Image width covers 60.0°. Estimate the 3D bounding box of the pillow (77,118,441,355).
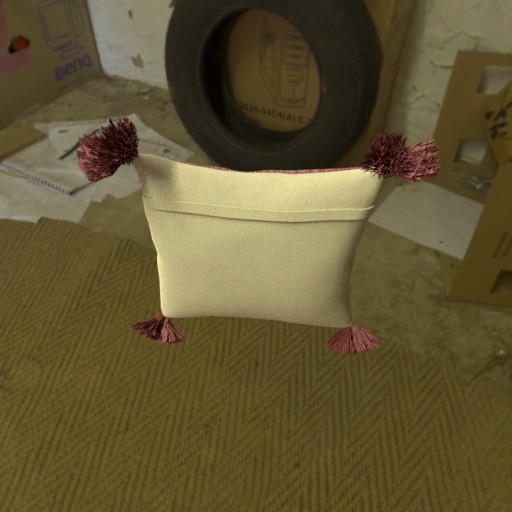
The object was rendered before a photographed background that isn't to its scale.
[{"bbox_3d":[0.000,0.000,0.963,0.641,0.659,0.138,4,45,4],"label":"pillow"}]
